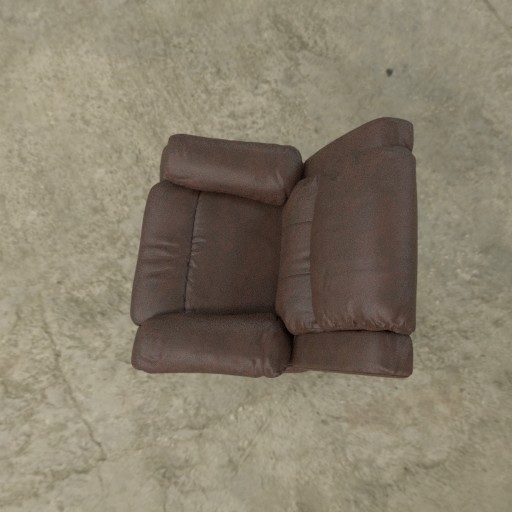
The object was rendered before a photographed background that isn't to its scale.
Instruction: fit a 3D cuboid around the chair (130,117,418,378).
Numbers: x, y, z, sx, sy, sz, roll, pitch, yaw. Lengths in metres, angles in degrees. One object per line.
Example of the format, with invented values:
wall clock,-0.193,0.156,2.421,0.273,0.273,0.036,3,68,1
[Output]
chair,0.000,0.000,1.240,0.707,0.702,0.680,5,76,1
